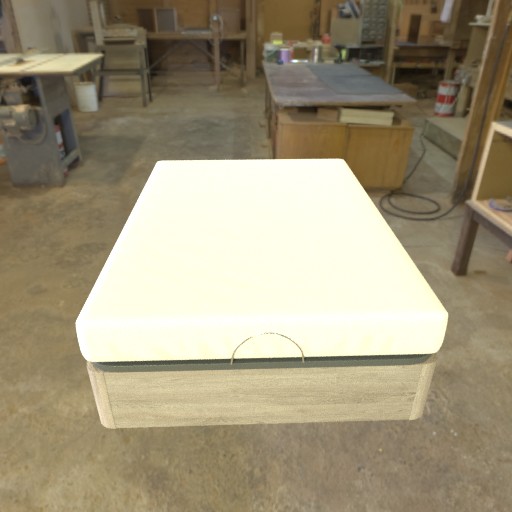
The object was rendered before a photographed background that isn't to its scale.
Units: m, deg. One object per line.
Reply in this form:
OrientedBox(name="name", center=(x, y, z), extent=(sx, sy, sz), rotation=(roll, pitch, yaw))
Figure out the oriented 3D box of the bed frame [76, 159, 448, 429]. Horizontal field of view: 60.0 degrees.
OrientedBox(name="bed frame", center=(0.000, 0.000, 2.549), extent=(1.400, 0.561, 1.900), rotation=(-1, 30, -2))
